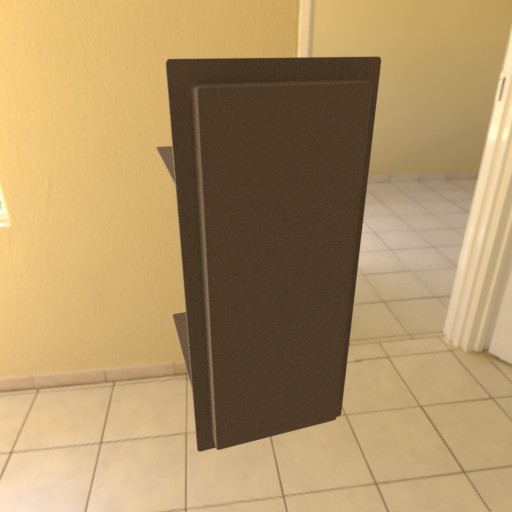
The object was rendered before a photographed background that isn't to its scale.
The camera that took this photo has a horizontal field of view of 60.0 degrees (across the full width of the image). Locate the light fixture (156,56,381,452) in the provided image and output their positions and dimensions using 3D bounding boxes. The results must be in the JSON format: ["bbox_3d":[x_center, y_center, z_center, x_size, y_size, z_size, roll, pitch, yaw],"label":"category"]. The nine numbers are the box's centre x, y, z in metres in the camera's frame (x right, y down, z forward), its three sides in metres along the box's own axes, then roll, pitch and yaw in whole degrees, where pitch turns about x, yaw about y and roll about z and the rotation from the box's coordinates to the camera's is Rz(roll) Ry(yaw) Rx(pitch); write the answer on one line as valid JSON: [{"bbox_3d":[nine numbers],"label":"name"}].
[{"bbox_3d":[0.000,0.000,0.420,0.153,0.347,0.146,-8,27,-16],"label":"light fixture"}]
